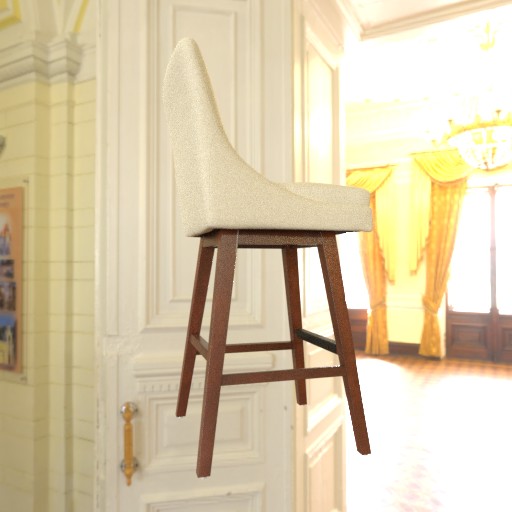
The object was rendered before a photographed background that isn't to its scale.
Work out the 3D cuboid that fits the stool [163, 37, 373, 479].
[{"bbox_3d":[0.000,0.000,1.369,0.559,1.097,0.470,0,-1,-17],"label":"stool"}]
